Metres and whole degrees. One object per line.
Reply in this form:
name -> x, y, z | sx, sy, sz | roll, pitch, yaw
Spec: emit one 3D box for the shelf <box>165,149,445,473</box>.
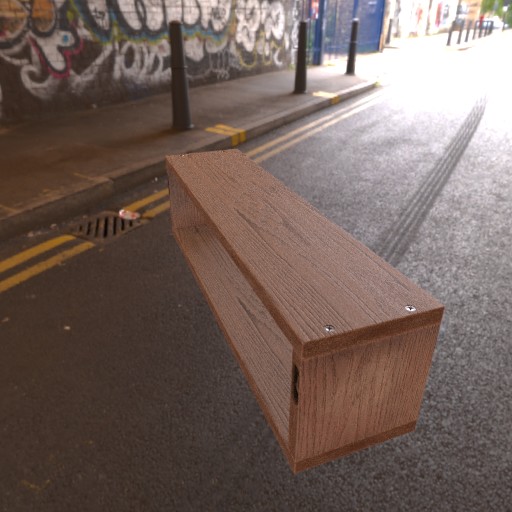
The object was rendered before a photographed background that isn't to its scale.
shelf -> 0.000, 0.000, 0.687 | 0.150, 0.170, 0.610 | -10, 30, -18
